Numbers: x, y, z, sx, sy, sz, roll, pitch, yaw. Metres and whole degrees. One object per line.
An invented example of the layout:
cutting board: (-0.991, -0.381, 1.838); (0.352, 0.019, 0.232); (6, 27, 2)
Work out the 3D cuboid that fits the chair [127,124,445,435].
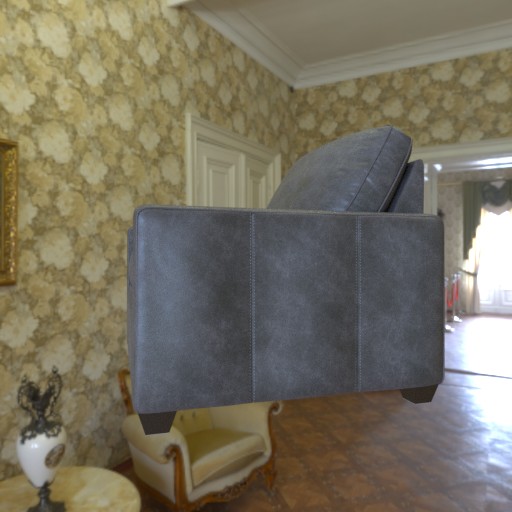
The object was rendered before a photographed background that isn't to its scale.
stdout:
chair: (0.000, 0.000, 1.700); (0.939, 0.916, 1.006); (0, 0, -17)
